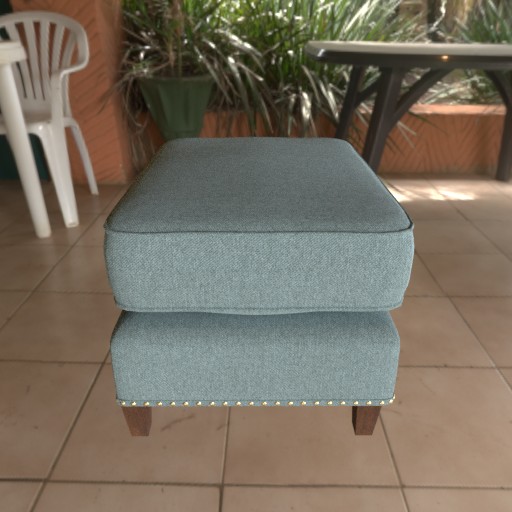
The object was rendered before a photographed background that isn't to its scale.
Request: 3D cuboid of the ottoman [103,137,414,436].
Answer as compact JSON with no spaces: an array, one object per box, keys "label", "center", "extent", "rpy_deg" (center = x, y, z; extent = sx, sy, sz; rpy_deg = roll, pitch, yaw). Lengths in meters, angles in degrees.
[{"label":"ottoman","center":[0.000,0.000,1.160],"extent":[0.589,0.537,0.738],"rpy_deg":[0,27,0]}]
